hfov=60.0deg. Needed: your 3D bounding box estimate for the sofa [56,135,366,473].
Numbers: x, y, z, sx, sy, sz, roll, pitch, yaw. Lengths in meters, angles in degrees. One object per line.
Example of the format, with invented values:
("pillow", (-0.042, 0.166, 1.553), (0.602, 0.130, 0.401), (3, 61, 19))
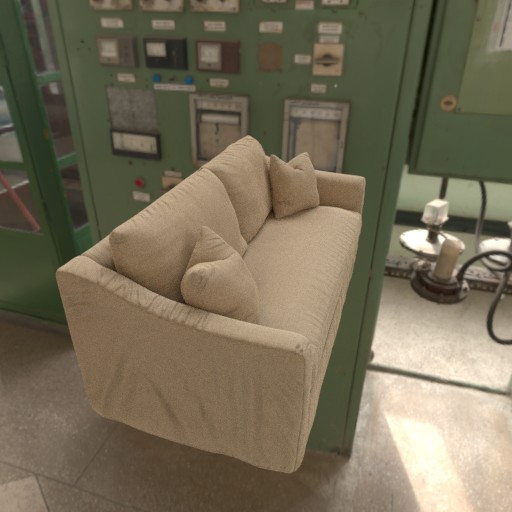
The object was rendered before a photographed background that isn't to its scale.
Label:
("sofa", (0.000, 0.000, 2.610), (1.072, 1.018, 2.010), (9, 31, 16))
